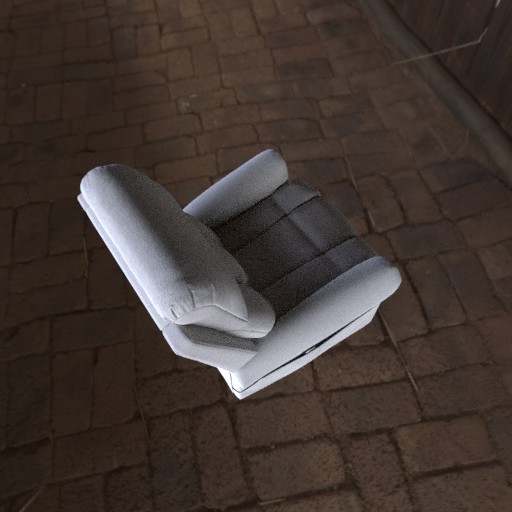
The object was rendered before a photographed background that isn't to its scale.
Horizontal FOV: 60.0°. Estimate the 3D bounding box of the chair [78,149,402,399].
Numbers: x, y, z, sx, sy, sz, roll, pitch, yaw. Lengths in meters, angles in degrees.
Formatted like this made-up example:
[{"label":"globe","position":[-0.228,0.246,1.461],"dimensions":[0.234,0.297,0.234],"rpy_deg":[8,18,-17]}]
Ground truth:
[{"label":"chair","position":[0.000,0.000,1.776],"dimensions":[0.979,1.031,0.871],"rpy_deg":[-31,62,-18]}]
